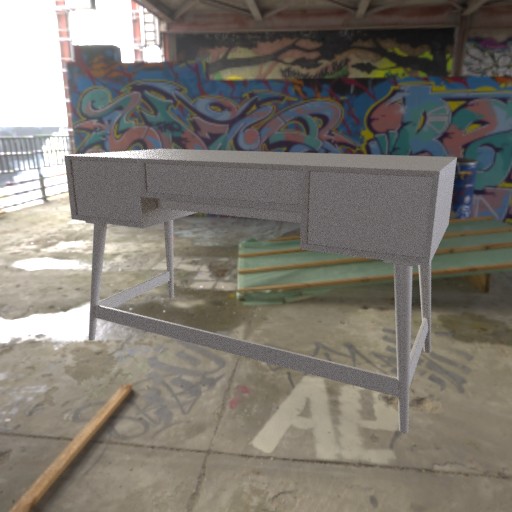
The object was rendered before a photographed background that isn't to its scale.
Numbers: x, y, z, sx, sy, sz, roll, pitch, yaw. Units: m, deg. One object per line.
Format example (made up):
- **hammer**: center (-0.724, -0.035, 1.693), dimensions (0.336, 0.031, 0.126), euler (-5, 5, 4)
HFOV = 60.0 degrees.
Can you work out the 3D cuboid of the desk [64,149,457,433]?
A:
- **desk**: center (0.000, 0.000, 1.728), dimensions (1.313, 0.762, 0.589), euler (8, 18, 26)
